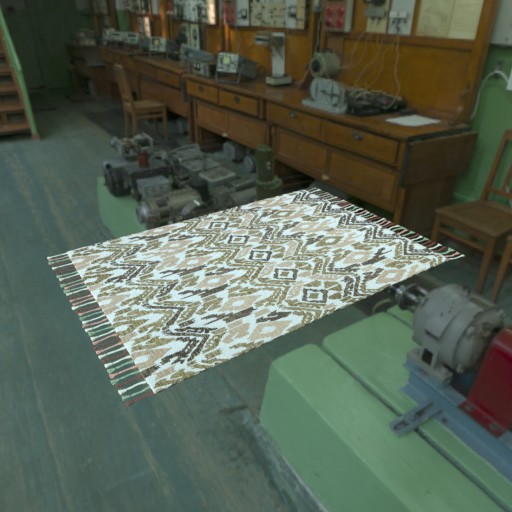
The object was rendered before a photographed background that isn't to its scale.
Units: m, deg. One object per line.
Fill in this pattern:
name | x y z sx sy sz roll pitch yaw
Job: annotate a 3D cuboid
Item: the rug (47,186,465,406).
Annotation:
rug | 0.000 0.000 2.310 1.829 0.008 1.219 -19 35 -29
